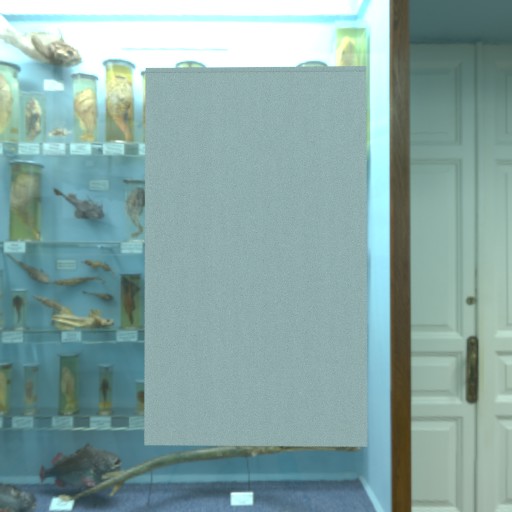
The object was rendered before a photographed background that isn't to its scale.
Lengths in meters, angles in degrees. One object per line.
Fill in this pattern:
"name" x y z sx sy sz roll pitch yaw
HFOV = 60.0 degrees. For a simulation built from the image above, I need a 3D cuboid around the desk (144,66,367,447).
"desk" 0.000 0.000 1.621 0.750 1.280 0.250 0 0 1
